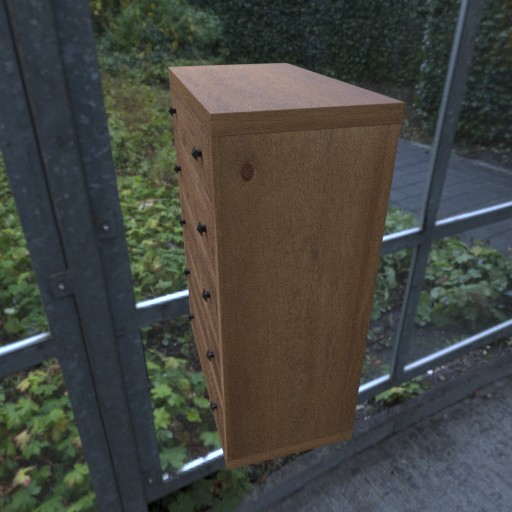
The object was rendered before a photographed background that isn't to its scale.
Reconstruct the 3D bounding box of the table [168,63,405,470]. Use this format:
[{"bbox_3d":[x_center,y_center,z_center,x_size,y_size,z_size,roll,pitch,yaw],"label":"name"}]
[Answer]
[{"bbox_3d":[0.000,0.000,1.745,0.524,1.294,0.901,-8,30,-14],"label":"table"}]
